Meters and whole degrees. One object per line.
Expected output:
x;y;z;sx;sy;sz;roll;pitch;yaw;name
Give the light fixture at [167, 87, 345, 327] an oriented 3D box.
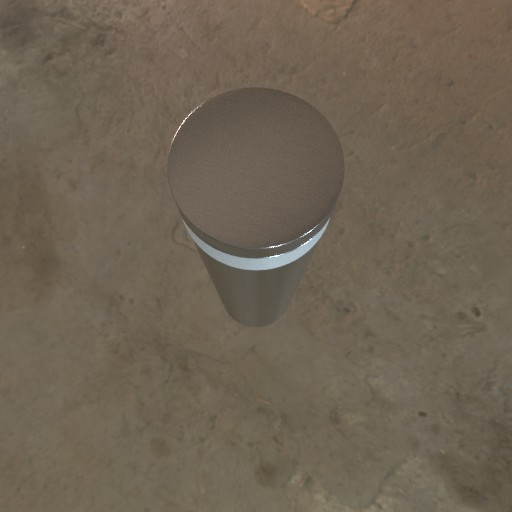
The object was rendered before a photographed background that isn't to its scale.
0.000;0.000;0.442;0.102;0.400;0.102;17;76;4;light fixture
